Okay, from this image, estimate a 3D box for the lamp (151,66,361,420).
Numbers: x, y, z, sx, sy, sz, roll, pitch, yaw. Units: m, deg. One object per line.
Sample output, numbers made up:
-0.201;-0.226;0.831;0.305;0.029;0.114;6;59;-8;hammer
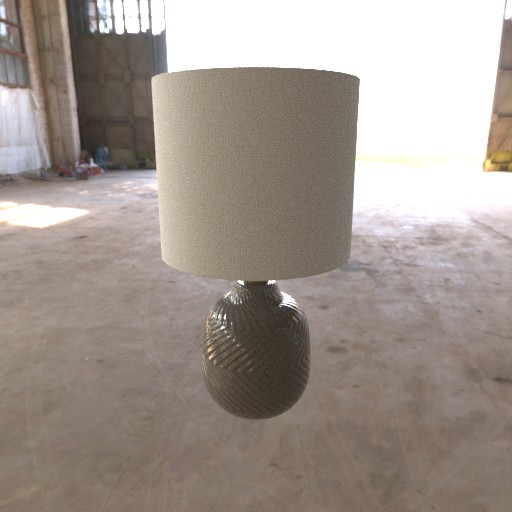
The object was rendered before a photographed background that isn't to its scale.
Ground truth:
0.000;0.000;0.496;0.207;0.366;0.207;8;17;26;lamp
